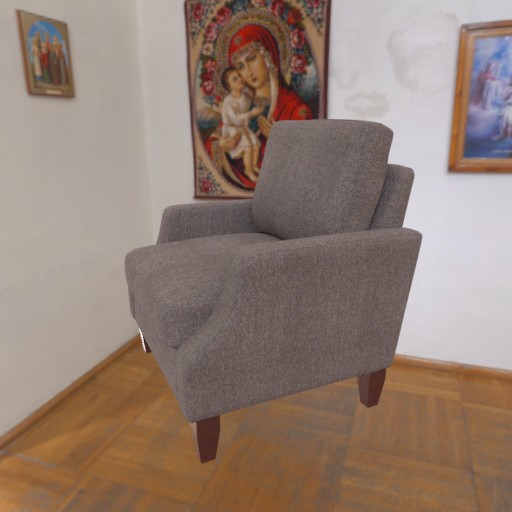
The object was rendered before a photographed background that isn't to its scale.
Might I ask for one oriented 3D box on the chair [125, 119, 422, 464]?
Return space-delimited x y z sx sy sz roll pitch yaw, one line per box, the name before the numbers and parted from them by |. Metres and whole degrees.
chair | 0.000 0.000 1.680 0.897 0.993 0.855 -8 18 -25
